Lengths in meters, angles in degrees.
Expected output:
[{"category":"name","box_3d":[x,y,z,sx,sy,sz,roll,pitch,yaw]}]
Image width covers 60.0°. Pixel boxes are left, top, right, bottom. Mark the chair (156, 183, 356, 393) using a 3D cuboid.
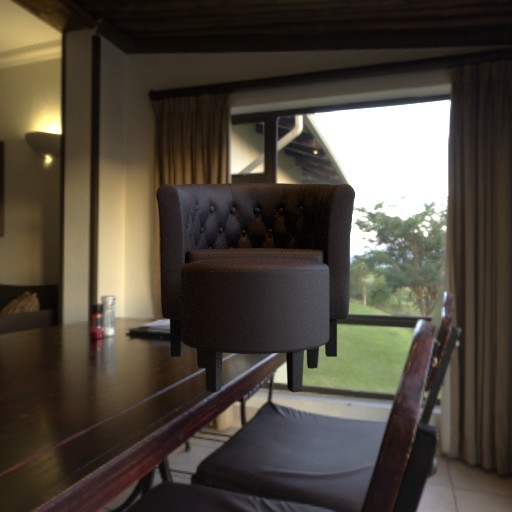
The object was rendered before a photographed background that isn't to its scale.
[{"category":"chair","box_3d":[0.000,0.000,1.744,0.763,0.760,1.191,0,0,0]}]
